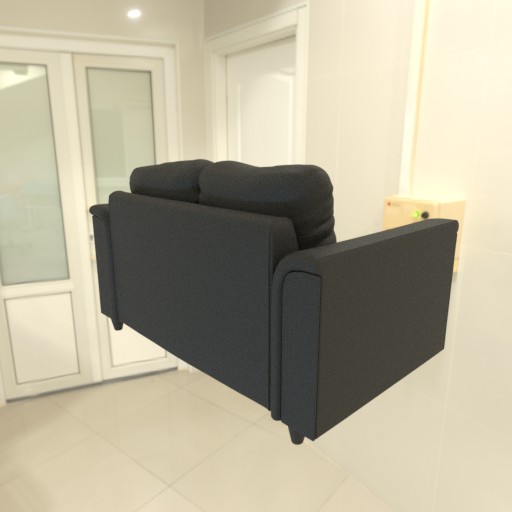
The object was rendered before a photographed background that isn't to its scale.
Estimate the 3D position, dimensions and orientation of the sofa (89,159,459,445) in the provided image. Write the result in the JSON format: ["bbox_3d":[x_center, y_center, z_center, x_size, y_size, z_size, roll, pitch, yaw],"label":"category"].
[{"bbox_3d":[0.000,0.000,1.962,0.887,0.845,1.386,-13,19,-42],"label":"sofa"}]
